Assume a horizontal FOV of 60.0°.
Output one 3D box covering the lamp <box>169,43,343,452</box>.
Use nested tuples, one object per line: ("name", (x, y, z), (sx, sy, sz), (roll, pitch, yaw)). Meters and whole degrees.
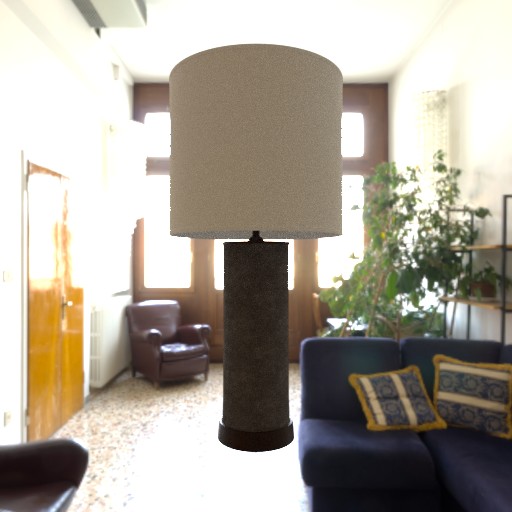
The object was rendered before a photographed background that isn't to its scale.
("lamp", (0.000, 0.000, 0.778), (0.301, 0.630, 0.301), (0, -1, -36))
